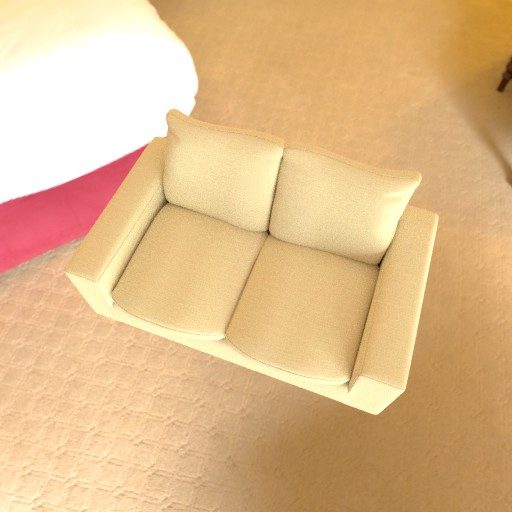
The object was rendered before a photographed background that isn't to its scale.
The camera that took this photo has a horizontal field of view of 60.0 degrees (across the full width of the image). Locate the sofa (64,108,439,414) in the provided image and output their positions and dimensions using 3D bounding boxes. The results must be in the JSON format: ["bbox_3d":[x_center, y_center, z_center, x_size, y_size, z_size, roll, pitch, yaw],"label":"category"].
[{"bbox_3d":[0.000,0.000,2.413,1.754,0.875,1.091,18,61,10],"label":"sofa"}]
